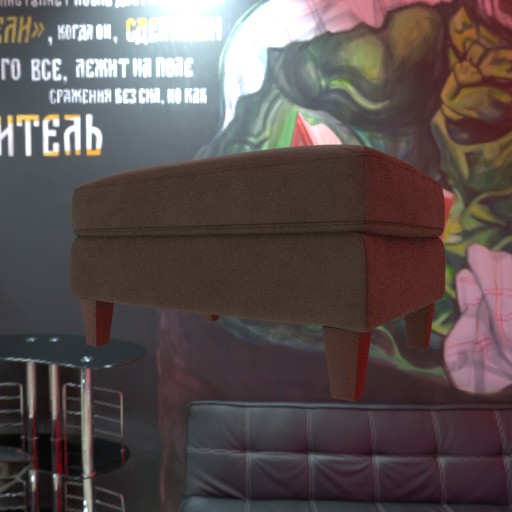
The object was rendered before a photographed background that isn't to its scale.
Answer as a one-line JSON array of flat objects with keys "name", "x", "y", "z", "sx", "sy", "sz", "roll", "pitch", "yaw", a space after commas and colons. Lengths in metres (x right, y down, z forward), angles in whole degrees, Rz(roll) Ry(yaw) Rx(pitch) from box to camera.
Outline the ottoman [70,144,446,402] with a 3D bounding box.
[{"name": "ottoman", "x": 0.000, "y": 0.000, "z": 1.188, "sx": 0.864, "sy": 0.483, "sz": 0.584, "roll": 1, "pitch": 2, "yaw": 35}]
